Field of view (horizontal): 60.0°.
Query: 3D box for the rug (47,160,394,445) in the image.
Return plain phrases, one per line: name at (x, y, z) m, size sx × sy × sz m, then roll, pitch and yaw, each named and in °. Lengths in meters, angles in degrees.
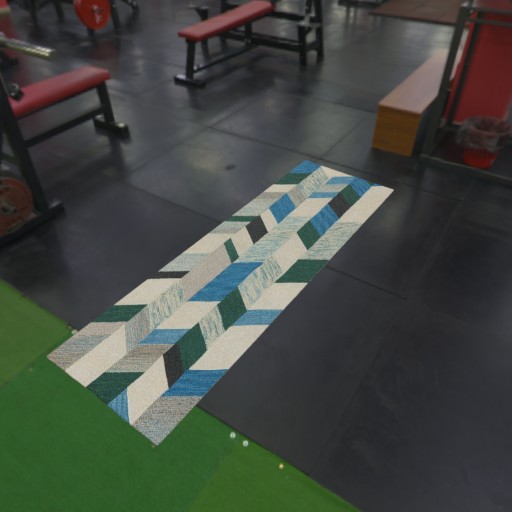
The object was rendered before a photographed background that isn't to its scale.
rug at (0.000, 0.000, 2.743) m, size 0.774 × 0.008 × 2.437 m, roll 26°, pitch 47°, yaw 27°
